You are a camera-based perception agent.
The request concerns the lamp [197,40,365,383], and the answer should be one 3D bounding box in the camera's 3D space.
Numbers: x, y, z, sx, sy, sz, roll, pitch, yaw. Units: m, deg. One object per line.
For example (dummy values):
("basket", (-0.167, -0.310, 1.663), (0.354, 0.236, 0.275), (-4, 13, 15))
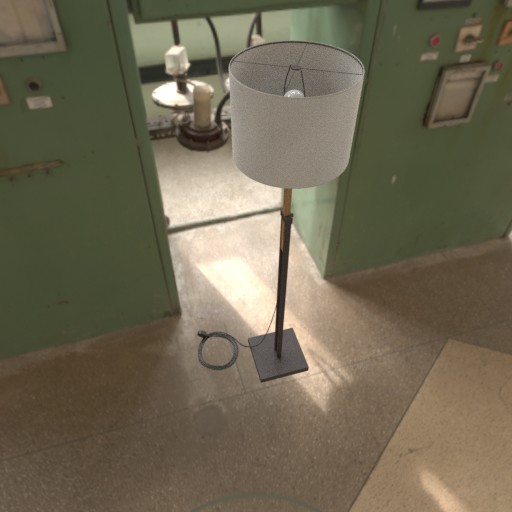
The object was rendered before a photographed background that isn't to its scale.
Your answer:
("lamp", (0.000, 0.000, 1.928), (0.639, 1.650, 0.474), (-11, 47, -11))
